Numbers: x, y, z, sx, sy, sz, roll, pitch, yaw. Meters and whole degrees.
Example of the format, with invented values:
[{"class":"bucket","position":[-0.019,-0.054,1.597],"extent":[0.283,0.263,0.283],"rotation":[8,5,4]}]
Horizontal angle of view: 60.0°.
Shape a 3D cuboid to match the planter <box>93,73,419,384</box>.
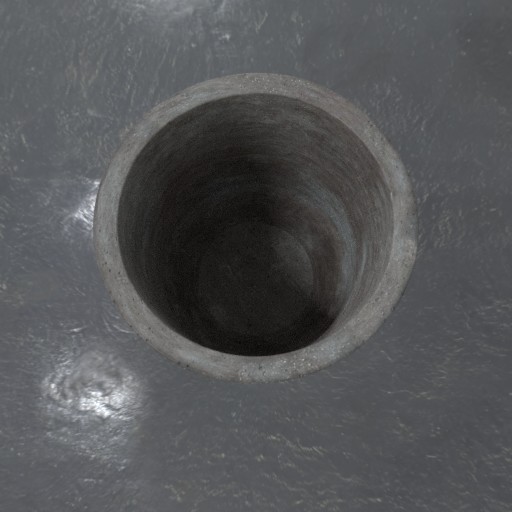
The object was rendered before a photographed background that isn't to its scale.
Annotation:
[{"class":"planter","position":[0.000,0.000,0.263],"extent":[0.142,0.149,0.142],"rotation":[0,76,0]}]
